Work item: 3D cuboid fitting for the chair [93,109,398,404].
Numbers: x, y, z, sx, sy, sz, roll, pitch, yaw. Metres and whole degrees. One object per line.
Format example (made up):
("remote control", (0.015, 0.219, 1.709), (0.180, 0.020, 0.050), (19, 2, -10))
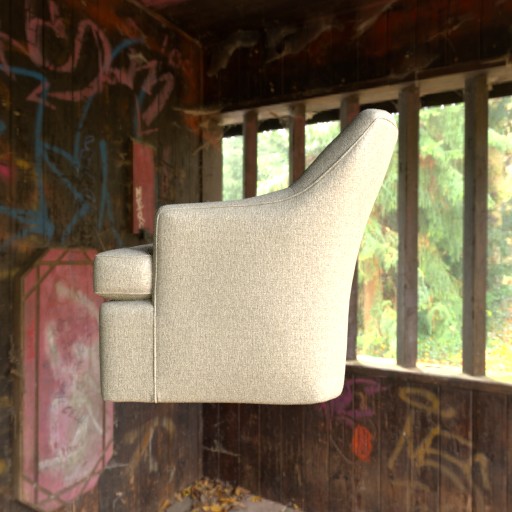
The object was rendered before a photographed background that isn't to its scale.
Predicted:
("chair", (0.000, 0.000, 1.589), (0.923, 0.856, 0.864), (0, 0, 0))
